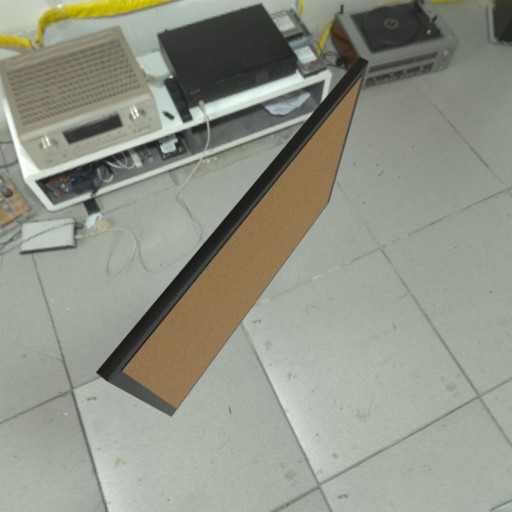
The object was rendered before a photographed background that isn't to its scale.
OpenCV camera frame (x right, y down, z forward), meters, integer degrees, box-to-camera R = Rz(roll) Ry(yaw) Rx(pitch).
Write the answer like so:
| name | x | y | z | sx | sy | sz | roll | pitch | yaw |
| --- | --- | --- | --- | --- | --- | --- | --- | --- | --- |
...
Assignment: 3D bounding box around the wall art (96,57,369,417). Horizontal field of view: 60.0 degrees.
| name | x | y | z | sx | sy | sz | roll | pitch | yaw |
| --- | --- | --- | --- | --- | --- | --- | --- | --- | --- |
| wall art | 0.000 | 0.000 | 0.576 | 0.013 | 0.306 | 0.440 | 32 | 69 | 14 |
